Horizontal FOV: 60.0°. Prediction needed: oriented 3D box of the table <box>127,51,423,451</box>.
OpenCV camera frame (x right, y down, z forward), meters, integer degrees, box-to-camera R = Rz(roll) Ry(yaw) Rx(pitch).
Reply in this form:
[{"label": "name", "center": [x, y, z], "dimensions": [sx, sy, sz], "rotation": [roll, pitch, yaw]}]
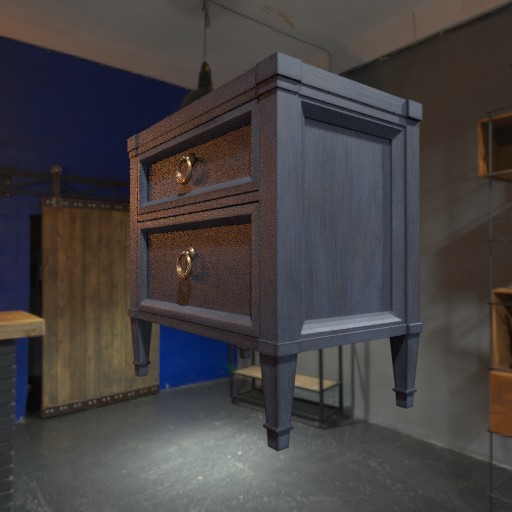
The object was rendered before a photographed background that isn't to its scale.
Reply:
[{"label": "table", "center": [0.000, 0.000, 1.103], "dimensions": [0.413, 0.660, 0.660], "rotation": [0, -1, -37]}]
